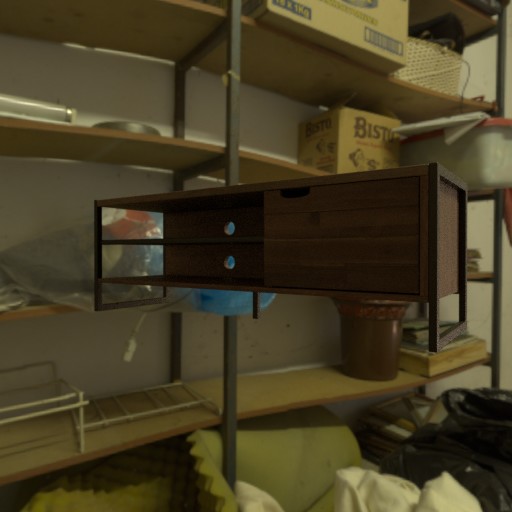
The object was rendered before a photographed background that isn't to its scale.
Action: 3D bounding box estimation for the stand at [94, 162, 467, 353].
[{"bbox_3d":[0.000,0.000,1.782,1.480,0.506,0.454,0,1,35],"label":"stand"}]
